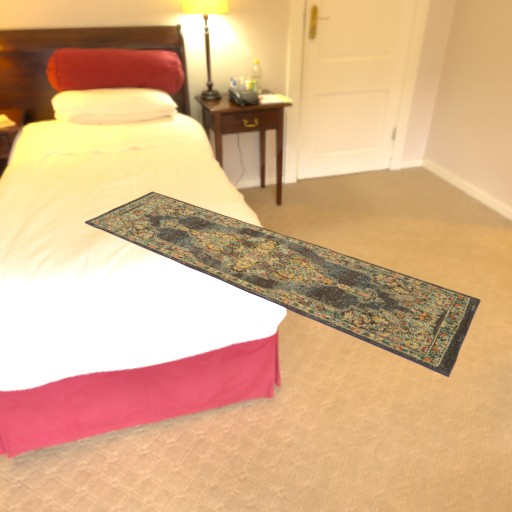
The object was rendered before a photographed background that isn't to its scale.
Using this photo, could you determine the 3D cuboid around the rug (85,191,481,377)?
[{"bbox_3d":[0.000,0.000,2.514,2.283,0.016,0.602,20,37,29],"label":"rug"}]
